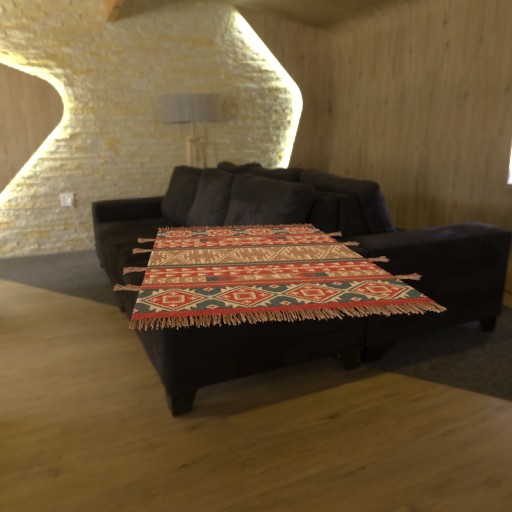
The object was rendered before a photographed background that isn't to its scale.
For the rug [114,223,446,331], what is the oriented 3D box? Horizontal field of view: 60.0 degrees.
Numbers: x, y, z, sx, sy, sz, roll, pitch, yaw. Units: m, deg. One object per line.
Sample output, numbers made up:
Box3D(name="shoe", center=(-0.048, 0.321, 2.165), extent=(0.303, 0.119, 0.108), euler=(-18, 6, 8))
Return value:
Box3D(name="rug", center=(0.000, 0.000, 2.614), extent=(1.469, 0.040, 2.025), euler=(-2, 14, -9))
